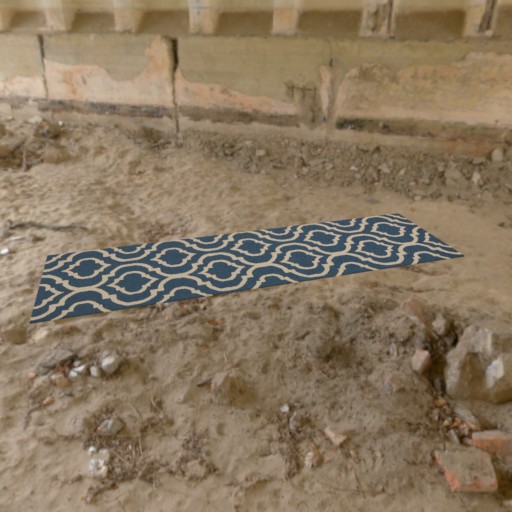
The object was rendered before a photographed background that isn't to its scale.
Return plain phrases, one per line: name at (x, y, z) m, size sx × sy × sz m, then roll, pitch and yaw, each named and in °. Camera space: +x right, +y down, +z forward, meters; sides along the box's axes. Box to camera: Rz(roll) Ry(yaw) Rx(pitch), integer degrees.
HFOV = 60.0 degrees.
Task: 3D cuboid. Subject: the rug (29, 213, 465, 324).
rug at (0.000, 0.000, 2.545) m, size 2.296 × 0.006 × 0.685 m, roll -8°, pitch 28°, yaw -15°
